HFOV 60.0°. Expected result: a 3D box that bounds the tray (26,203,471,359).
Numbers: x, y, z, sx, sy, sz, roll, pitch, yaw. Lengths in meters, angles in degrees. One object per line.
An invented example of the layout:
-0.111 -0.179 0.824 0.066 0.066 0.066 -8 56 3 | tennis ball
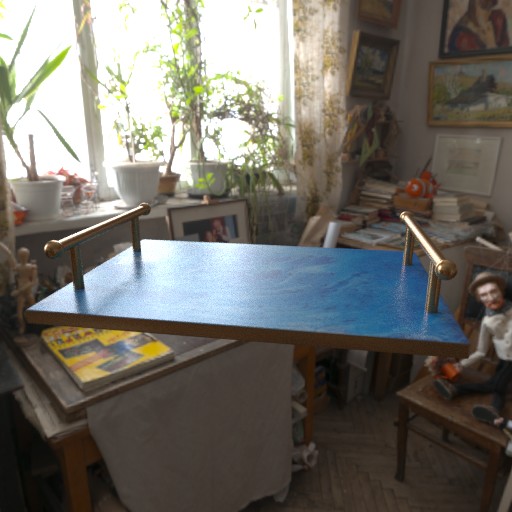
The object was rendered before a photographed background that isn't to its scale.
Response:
0.000 0.000 0.568 0.444 0.084 0.304 3 17 9 | tray
